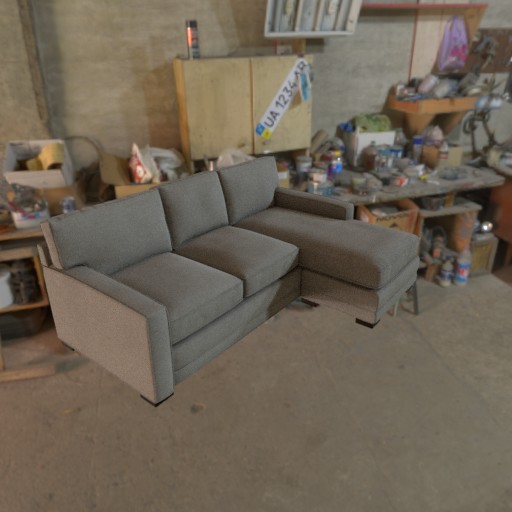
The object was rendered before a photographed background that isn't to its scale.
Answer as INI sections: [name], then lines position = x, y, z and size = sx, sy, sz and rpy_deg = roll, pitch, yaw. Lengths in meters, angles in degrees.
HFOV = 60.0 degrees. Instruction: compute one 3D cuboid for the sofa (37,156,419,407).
[sofa]
position = 0.000, 0.000, 2.901
size = 1.496, 0.861, 2.087
rpy_deg = 18, 31, 34
